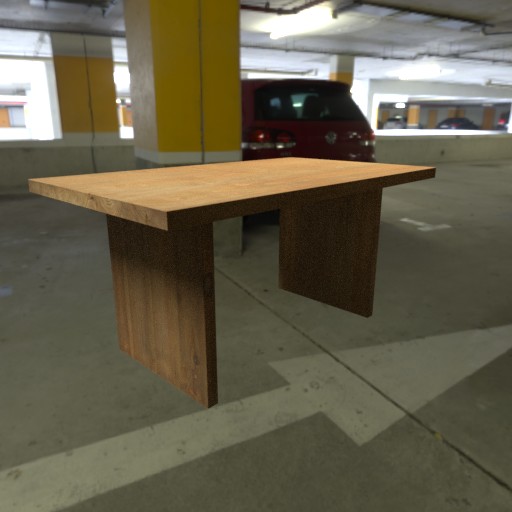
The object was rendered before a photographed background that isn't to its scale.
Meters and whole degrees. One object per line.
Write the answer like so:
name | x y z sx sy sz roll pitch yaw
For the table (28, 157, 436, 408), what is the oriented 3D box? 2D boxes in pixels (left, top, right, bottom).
table | 0.000 0.000 2.096 0.946 0.780 1.609 16 23 42
